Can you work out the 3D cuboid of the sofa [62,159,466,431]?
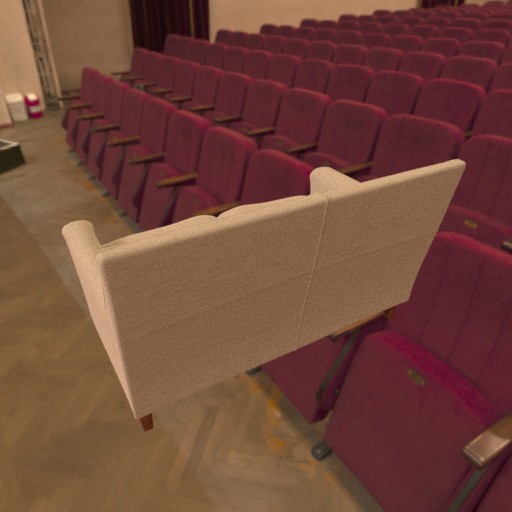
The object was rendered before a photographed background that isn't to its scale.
[{"bbox_3d":[0.000,0.000,2.016,1.482,0.892,0.891,-17,35,-27],"label":"sofa"}]
